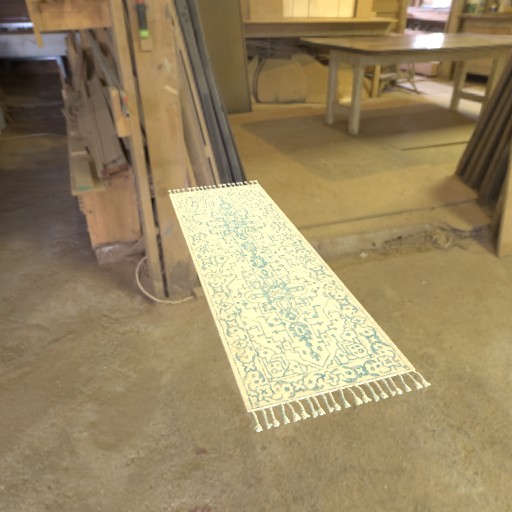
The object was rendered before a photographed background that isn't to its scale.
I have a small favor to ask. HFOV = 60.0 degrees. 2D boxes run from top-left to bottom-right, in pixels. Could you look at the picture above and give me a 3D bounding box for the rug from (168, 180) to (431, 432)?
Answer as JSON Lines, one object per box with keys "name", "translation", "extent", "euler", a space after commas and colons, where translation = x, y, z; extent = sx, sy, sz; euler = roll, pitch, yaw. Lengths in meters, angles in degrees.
{"name": "rug", "translation": [0.000, 0.000, 2.749], "extent": [0.774, 0.011, 2.449], "euler": [-9, 32, -15]}
